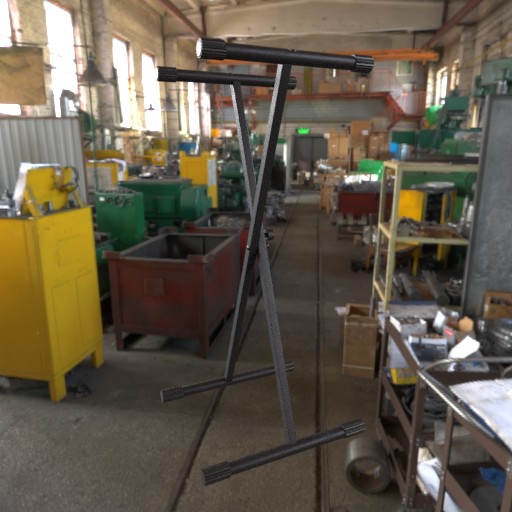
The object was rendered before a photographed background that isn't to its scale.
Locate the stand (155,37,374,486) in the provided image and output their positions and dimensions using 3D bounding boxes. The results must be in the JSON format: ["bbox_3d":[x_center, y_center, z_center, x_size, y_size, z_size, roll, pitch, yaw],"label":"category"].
[{"bbox_3d":[0.000,0.000,1.153,0.449,0.940,0.409,-7,15,-25],"label":"stand"}]
